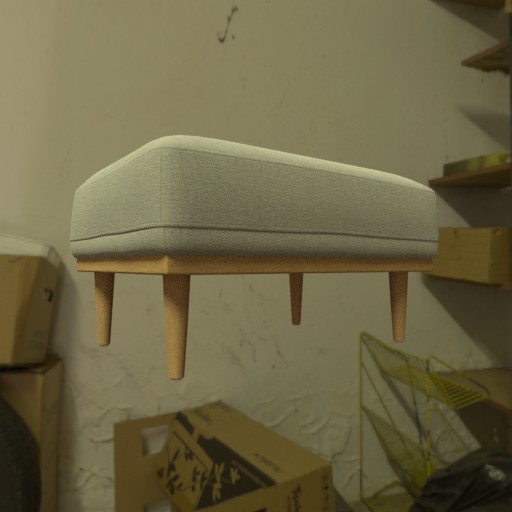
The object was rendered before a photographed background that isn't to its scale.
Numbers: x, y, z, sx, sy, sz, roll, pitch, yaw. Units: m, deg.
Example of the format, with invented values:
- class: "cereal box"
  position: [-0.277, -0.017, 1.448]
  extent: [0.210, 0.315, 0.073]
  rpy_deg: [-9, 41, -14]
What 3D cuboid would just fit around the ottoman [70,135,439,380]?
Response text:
- class: "ottoman"
  position: [0.000, 0.000, 1.080]
  extent: [0.749, 0.428, 0.549]
  rpy_deg: [1, -1, -36]
